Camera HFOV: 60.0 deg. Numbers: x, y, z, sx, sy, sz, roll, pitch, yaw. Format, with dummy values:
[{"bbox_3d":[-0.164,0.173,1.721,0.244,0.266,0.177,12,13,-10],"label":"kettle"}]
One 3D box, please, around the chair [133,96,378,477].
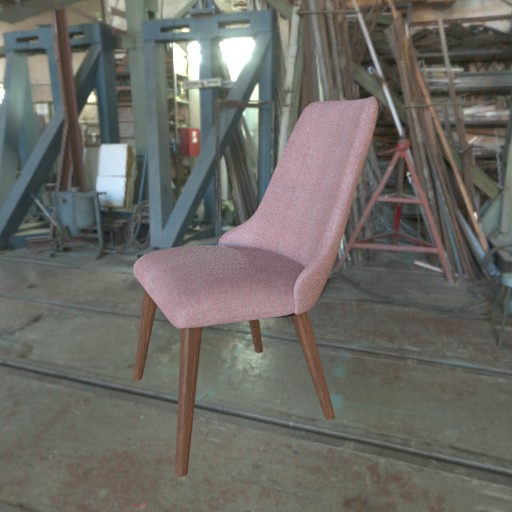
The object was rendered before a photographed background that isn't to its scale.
[{"bbox_3d":[0.000,0.000,1.345,0.707,0.918,0.535,-8,18,-25],"label":"chair"}]
